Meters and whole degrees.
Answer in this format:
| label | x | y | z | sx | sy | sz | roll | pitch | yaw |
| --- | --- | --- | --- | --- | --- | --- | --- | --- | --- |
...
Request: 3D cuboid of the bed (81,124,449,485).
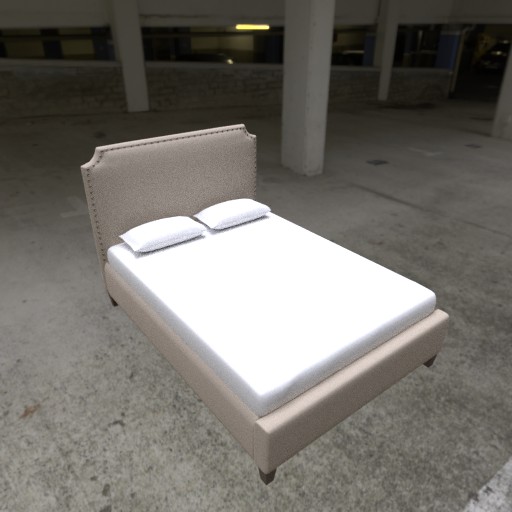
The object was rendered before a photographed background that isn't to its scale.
| label | x | y | z | sx | sy | sz | roll | pitch | yaw |
| --- | --- | --- | --- | --- | --- | --- | --- | --- | --- |
| bed | 0.000 | 0.000 | 3.408 | 1.713 | 1.443 | 2.372 | -20 | 34 | -33 |
